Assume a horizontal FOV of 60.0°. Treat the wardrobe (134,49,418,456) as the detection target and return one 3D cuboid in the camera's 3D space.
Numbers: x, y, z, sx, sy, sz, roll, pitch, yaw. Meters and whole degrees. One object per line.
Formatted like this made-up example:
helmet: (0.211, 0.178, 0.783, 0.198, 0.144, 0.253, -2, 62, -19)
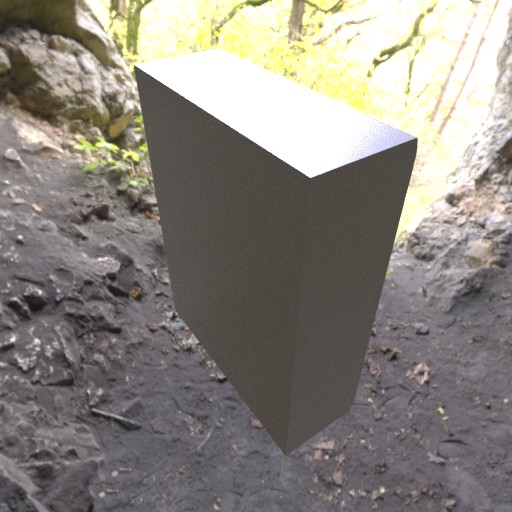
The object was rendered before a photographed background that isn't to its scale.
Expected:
wardrobe: (0.000, 0.000, 1.644, 0.360, 1.200, 0.900, -24, 46, -26)
